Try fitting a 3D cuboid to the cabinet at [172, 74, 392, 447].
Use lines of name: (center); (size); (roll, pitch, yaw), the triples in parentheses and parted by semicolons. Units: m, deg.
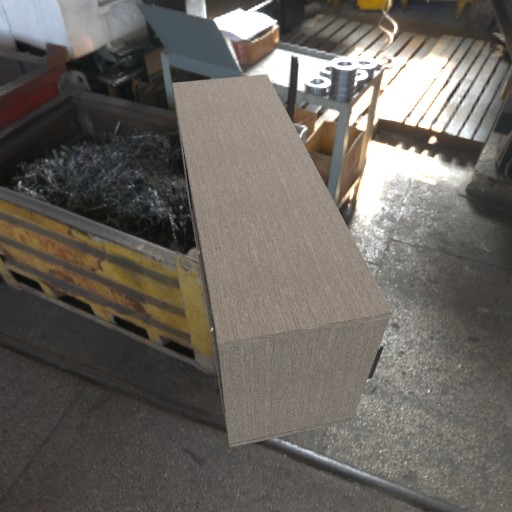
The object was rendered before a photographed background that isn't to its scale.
cabinet: (0.000, 0.000, 1.603); (0.405, 0.787, 1.194); (-9, 47, -8)
